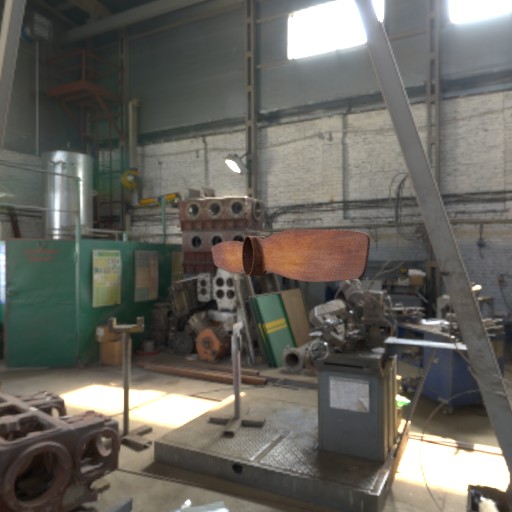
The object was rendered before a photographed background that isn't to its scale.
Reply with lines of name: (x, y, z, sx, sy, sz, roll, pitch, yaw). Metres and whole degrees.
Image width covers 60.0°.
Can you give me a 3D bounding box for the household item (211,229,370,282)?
household item: (0.000, 0.000, 1.261, 0.051, 0.121, 1.181, 0, 0, -17)
